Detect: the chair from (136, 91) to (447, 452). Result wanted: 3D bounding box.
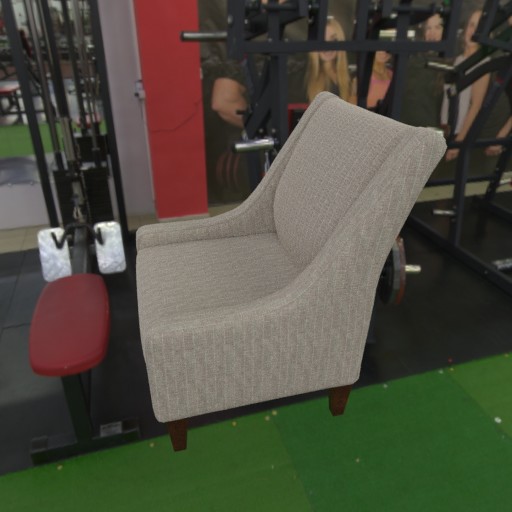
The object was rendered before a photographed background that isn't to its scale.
[{"bbox_3d":[0.000,0.000,1.617,0.870,1.014,0.774,-7,29,-13],"label":"chair"}]
